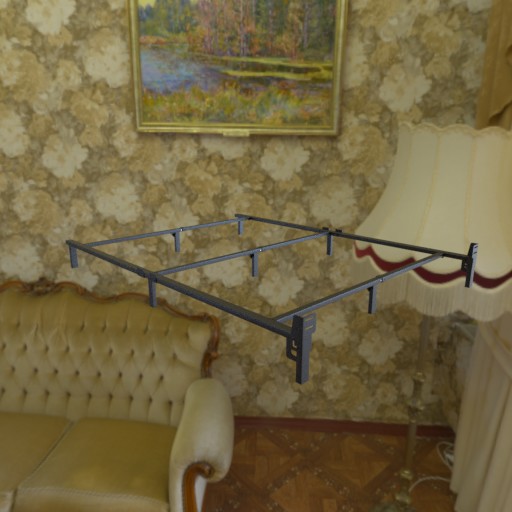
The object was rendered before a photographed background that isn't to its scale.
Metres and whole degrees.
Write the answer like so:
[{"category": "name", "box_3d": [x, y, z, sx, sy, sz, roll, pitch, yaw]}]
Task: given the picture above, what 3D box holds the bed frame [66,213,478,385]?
[{"category": "bed frame", "box_3d": [0.000, 0.000, 2.668, 1.498, 0.248, 1.990, -14, 21, -42]}]
